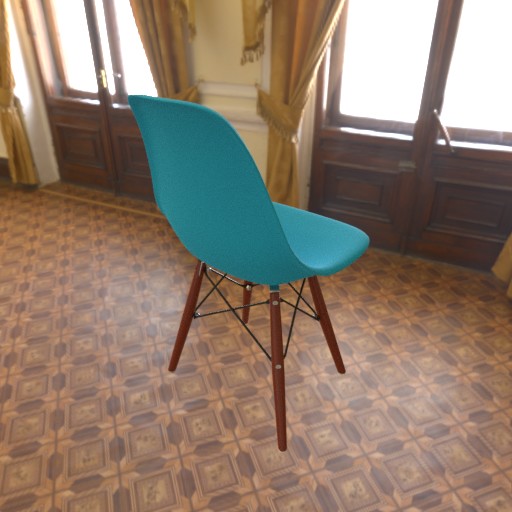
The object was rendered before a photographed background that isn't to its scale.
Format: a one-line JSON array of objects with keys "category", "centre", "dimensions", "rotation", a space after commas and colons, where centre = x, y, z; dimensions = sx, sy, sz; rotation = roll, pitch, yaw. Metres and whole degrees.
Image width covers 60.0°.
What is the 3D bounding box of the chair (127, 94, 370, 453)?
[{"category": "chair", "centre": [0.000, 0.000, 1.108], "dimensions": [0.470, 0.826, 0.533], "rotation": [21, 36, 33]}]
